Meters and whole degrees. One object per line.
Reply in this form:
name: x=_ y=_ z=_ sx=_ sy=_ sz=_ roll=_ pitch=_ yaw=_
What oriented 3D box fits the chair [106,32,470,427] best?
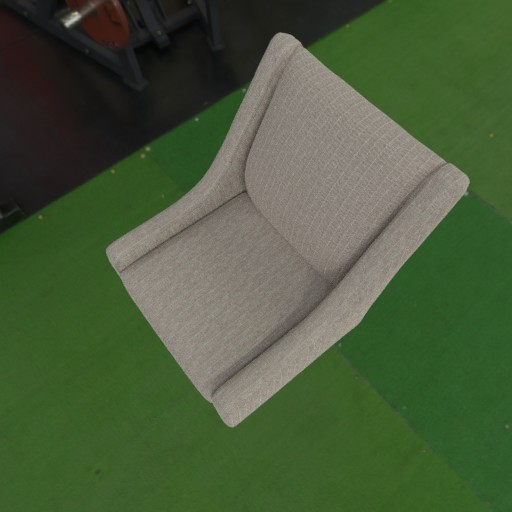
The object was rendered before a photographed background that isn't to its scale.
chair: x=0.000 y=0.000 z=1.595 sx=0.870 sy=1.014 sz=0.774 roll=-35 pitch=68 yaw=-16
